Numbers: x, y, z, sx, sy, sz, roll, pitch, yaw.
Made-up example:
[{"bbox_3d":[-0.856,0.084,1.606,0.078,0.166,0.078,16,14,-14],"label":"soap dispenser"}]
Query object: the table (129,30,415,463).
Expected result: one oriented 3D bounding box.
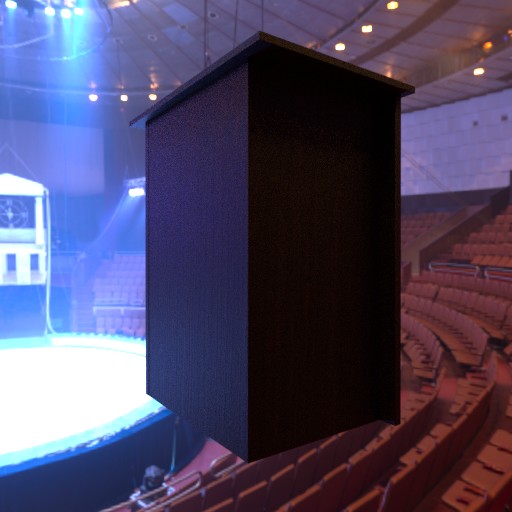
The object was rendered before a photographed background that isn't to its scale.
[{"bbox_3d":[0.000,0.000,1.056,0.406,0.711,0.591,0,0,-35],"label":"table"}]
